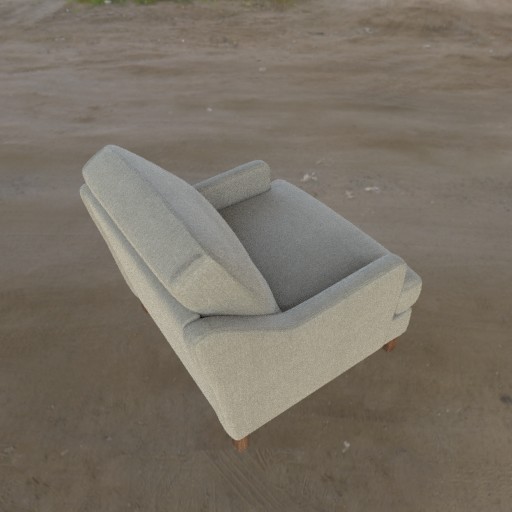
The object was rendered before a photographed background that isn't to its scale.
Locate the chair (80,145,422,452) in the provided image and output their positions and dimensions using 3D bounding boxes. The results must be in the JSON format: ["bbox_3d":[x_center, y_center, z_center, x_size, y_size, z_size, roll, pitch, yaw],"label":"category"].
[{"bbox_3d":[0.000,0.000,1.565,0.892,0.821,0.826,-24,46,-25],"label":"chair"}]
